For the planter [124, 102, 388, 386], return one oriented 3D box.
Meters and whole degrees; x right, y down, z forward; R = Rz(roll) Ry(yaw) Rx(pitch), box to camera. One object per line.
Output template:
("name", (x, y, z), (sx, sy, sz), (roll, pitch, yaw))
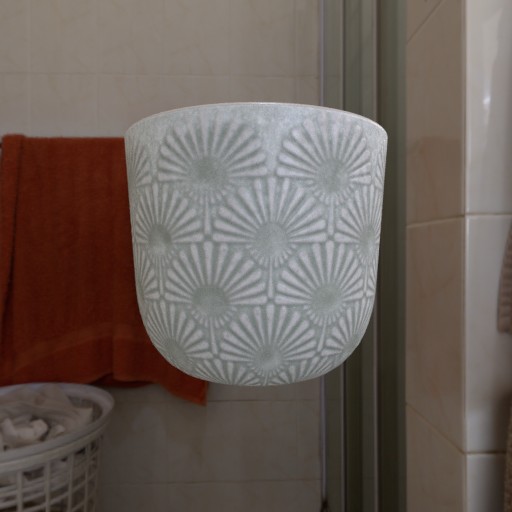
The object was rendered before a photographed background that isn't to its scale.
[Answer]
("planter", (0.000, 0.000, 0.299), (0.170, 0.152, 0.170), (0, 1, 0))
